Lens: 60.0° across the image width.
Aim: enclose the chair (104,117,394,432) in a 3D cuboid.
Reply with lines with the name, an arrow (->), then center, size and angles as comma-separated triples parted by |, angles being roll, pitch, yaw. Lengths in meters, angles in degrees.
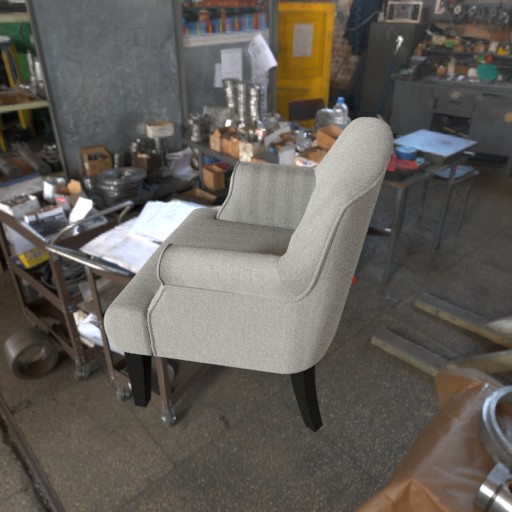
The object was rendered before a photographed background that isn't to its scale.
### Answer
chair -> 0.000, 0.000, 1.474 | 0.755, 0.880, 0.772 | 7, 32, 12
